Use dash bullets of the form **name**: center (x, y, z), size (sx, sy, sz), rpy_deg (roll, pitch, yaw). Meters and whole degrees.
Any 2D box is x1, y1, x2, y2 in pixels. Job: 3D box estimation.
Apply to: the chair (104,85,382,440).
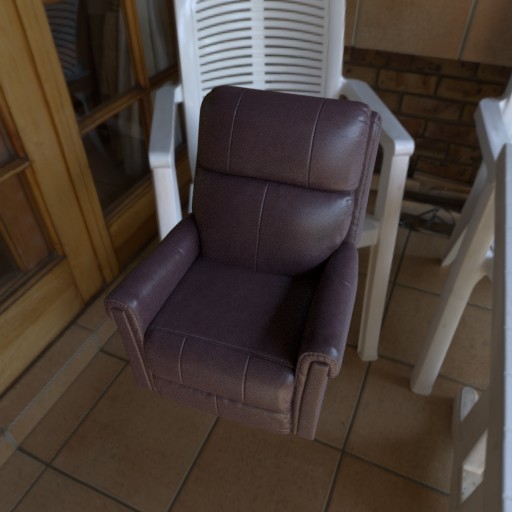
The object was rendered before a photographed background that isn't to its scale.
- **chair**: center (0.000, 0.000, 1.800), size (0.838, 1.054, 1.014), rpy_deg (12, 43, 13)
